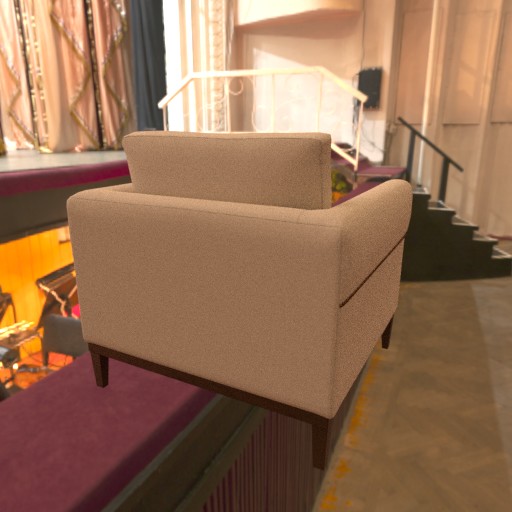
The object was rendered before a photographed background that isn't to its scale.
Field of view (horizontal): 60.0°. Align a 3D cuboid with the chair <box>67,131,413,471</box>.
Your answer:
[{"bbox_3d":[0.000,0.000,1.677,0.982,0.915,0.896,9,19,27],"label":"chair"}]
